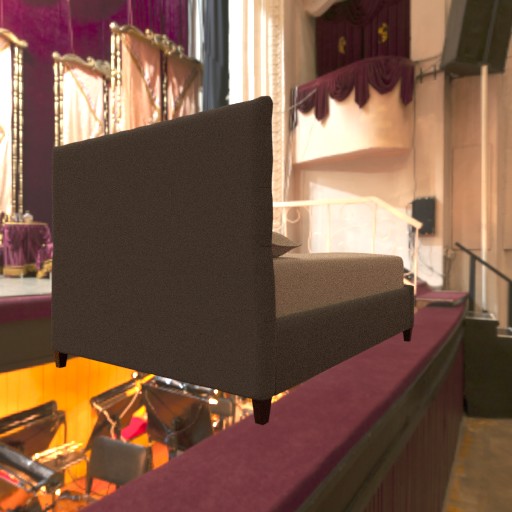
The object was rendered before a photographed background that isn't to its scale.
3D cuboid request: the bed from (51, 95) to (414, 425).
[{"bbox_3d":[0.000,0.000,3.270,1.698,1.427,2.231,1,1,36],"label":"bed"}]
